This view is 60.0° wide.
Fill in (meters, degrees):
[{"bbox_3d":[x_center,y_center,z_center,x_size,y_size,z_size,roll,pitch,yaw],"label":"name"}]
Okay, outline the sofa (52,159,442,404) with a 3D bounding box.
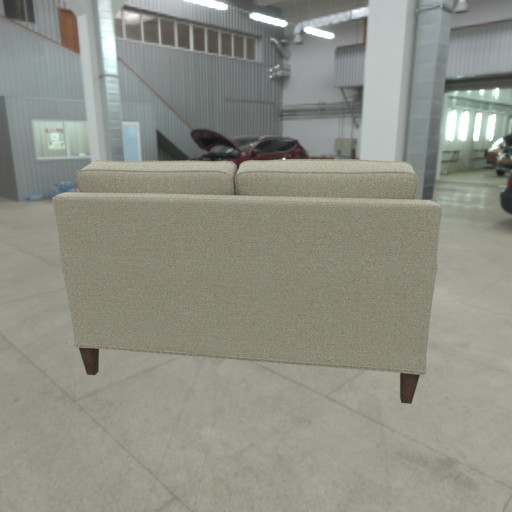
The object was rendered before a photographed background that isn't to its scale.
[{"bbox_3d":[0.000,0.000,2.263,1.597,1.003,1.084,2,15,9],"label":"sofa"}]
